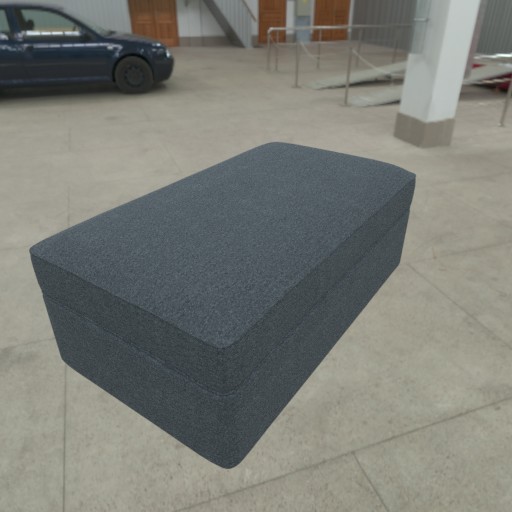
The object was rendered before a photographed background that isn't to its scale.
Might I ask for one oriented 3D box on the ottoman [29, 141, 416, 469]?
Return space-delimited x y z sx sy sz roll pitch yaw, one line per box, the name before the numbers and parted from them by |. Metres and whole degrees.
ottoman | 0.000 0.000 1.502 0.681 0.494 1.173 20 36 29
